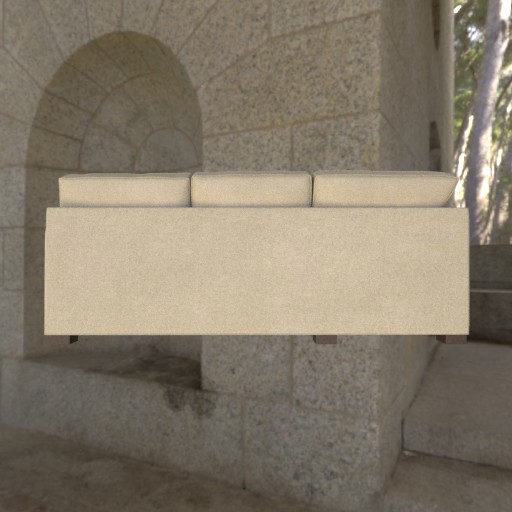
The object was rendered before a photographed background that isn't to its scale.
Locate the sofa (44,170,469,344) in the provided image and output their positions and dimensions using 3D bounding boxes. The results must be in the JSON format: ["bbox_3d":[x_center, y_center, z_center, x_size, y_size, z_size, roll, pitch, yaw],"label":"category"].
[{"bbox_3d":[0.000,0.000,3.349,2.211,0.936,2.188,0,-1,-1],"label":"sofa"}]
